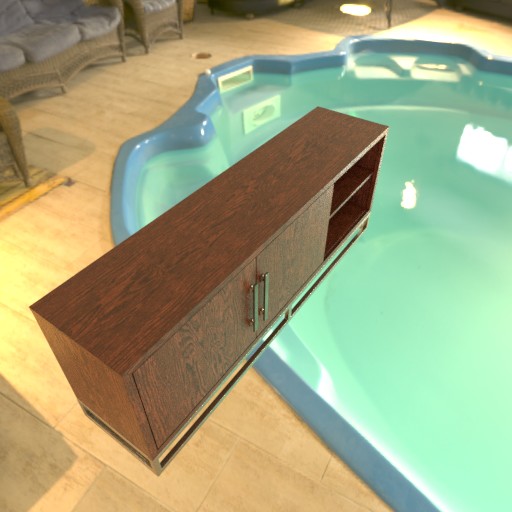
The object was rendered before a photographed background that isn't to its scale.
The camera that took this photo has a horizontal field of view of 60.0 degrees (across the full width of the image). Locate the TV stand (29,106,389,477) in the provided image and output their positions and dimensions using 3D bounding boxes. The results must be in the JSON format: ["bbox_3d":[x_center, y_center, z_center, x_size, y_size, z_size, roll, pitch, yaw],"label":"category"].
[{"bbox_3d":[0.000,0.000,1.749,0.382,0.578,1.541,26,48,25],"label":"TV stand"}]
